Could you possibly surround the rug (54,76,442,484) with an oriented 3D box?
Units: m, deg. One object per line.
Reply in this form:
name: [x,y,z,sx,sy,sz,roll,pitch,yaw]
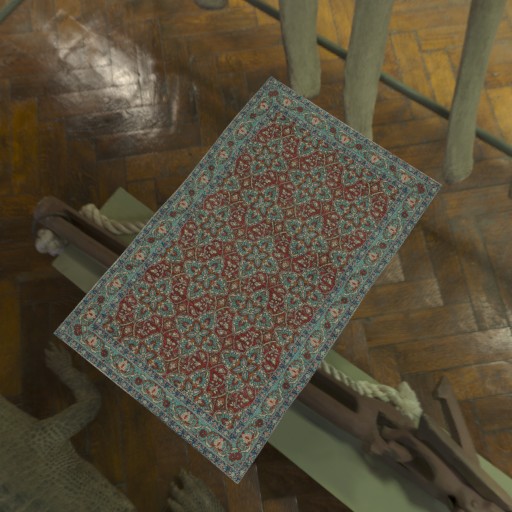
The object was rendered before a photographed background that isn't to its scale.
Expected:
rug: [0.000,0.000,3.056,1.533,0.011,2.439,36,78,9]
